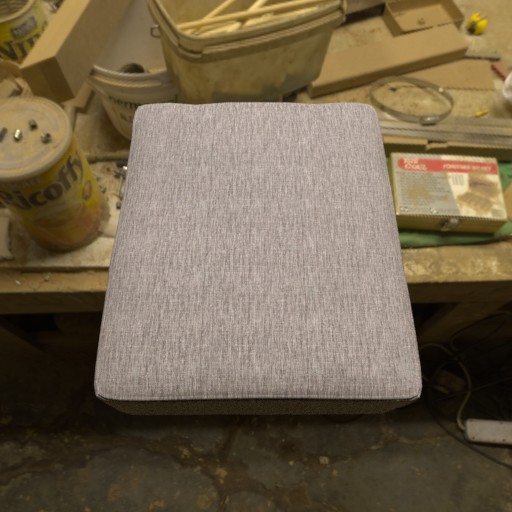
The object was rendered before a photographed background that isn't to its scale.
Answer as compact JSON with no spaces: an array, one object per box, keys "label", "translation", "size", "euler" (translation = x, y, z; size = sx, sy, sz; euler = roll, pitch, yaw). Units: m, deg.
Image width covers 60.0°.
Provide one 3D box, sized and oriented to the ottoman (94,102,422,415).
[{"label":"ottoman","translation":[0.000,0.000,1.473],"size":[0.839,0.492,0.994],"euler":[0,64,0]}]
